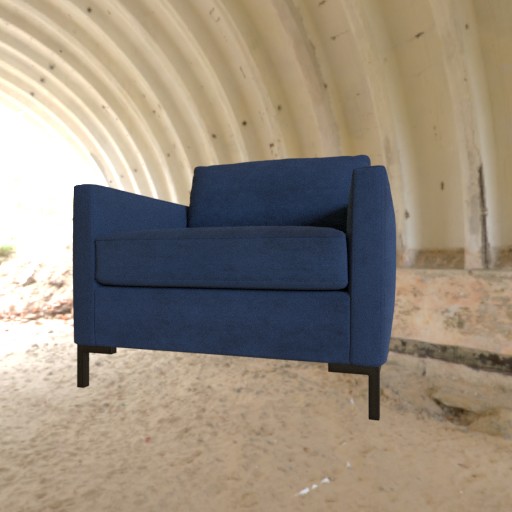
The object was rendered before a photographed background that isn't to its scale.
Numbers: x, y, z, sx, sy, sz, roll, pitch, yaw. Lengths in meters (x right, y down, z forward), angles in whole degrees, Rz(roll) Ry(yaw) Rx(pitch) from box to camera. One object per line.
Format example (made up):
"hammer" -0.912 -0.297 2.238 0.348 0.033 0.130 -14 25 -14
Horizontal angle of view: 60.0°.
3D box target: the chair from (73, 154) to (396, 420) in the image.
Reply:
"chair" 0.000 0.000 1.608 0.964 0.812 0.875 0 0 18
